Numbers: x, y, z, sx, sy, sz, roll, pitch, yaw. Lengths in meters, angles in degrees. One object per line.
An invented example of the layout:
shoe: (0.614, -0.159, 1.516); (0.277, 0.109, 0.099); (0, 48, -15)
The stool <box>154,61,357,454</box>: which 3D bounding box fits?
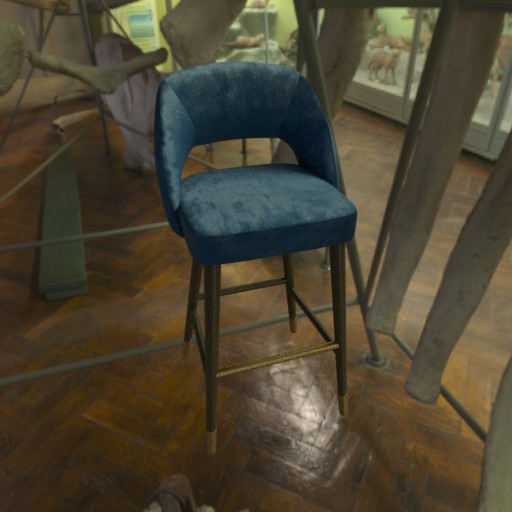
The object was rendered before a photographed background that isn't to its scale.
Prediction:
stool: (0.000, 0.000, 1.329); (0.514, 1.016, 0.515); (-10, 33, -15)
